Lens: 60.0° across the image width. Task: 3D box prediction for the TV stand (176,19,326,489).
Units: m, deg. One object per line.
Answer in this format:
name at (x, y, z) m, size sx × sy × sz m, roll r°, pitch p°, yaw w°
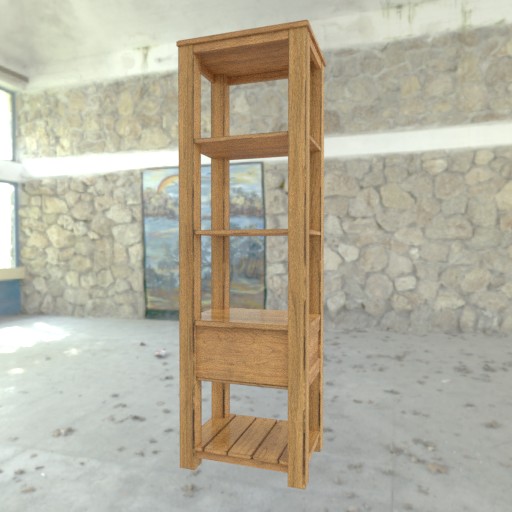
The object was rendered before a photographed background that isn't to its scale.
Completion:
TV stand at (0.000, 0.000, 2.010) m, size 0.565 × 1.828 × 0.435 m, roll 0°, pitch 1°, yaw 18°
